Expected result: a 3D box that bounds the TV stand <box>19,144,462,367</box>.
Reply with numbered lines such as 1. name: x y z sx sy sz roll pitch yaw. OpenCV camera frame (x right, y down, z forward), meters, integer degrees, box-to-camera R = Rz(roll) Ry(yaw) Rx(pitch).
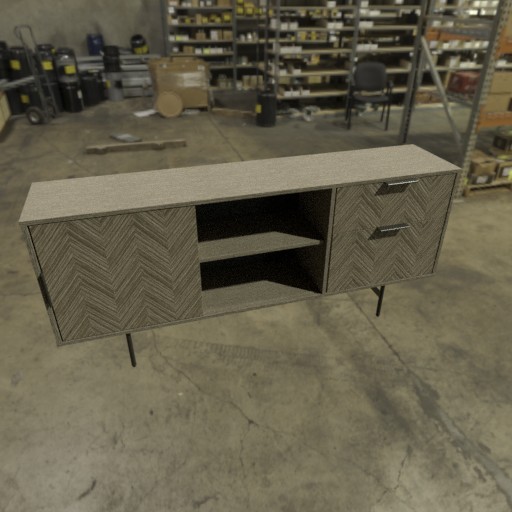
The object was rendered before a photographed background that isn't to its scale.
1. TV stand: 0.000 0.000 2.085 1.804 0.787 0.405 -9 32 -14
